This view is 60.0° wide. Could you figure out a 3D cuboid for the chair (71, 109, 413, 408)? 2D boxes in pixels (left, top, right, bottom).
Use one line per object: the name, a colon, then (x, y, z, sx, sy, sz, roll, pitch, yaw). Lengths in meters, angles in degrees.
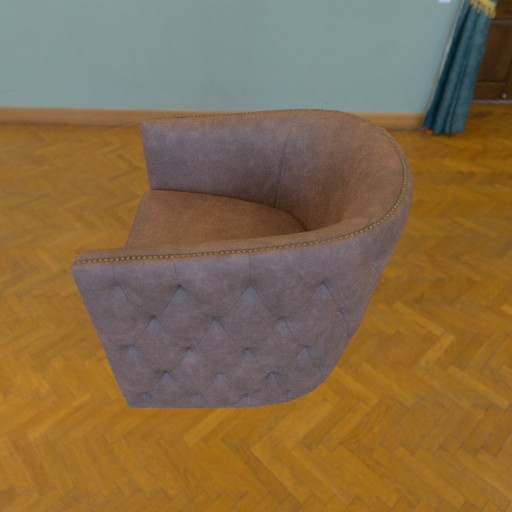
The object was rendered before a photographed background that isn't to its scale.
chair: (0.000, 0.000, 1.525, 0.870, 0.790, 0.850, 0, 41, 0)
